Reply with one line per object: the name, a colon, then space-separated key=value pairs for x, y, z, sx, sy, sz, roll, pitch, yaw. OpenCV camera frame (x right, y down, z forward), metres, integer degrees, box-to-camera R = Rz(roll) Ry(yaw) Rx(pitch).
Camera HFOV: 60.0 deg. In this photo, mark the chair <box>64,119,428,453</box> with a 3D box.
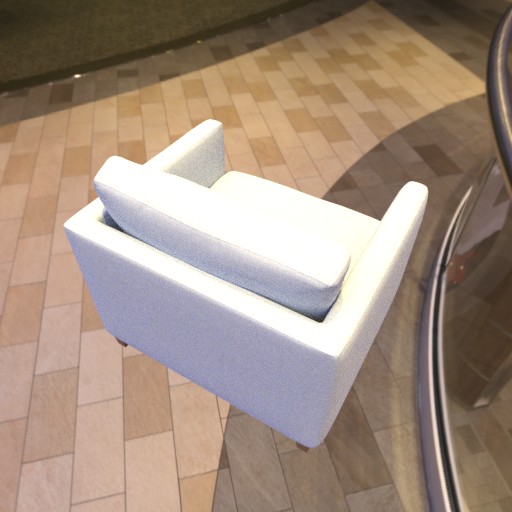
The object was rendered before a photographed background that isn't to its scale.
chair: x=0.000 y=0.000 z=1.861 sx=1.107 sy=0.961 sz=0.953 roll=23 pitch=50 yaw=21
